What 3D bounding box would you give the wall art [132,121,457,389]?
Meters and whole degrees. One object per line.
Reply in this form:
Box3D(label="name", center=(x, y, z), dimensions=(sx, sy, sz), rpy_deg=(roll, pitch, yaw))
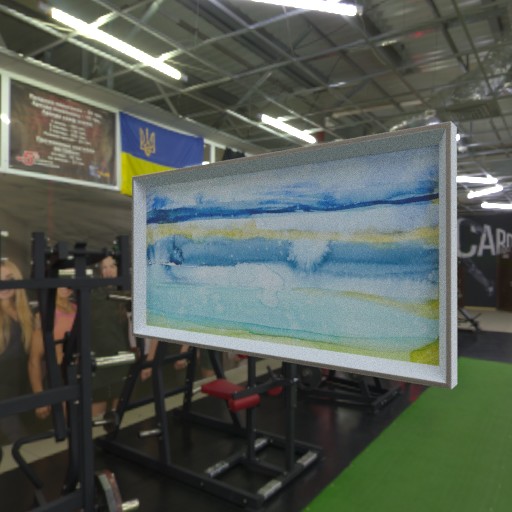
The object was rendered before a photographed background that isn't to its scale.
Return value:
Box3D(label="wall art", center=(0.000, 0.000, 0.970), dimensions=(0.812, 0.431, 0.038), rpy_deg=(0, 0, 37))
